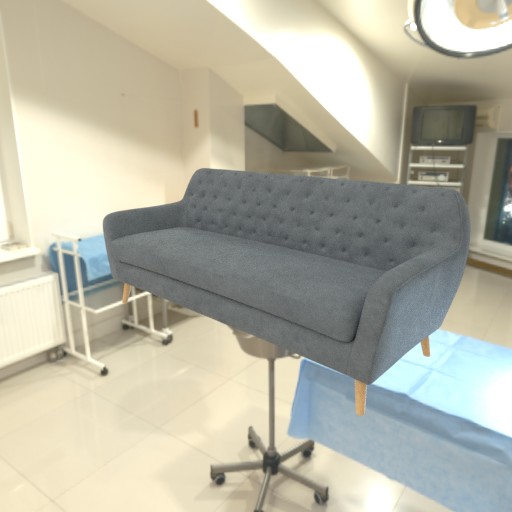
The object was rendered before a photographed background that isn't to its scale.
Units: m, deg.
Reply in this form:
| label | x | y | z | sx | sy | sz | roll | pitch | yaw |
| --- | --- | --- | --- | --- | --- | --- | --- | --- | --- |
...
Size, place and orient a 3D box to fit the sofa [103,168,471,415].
| label | x | y | z | sx | sy | sz | roll | pitch | yaw |
| --- | --- | --- | --- | --- | --- | --- | --- | --- | --- |
| sofa | 0.000 | 0.000 | 2.451 | 1.975 | 0.832 | 0.841 | 14 | 21 | 41 |
